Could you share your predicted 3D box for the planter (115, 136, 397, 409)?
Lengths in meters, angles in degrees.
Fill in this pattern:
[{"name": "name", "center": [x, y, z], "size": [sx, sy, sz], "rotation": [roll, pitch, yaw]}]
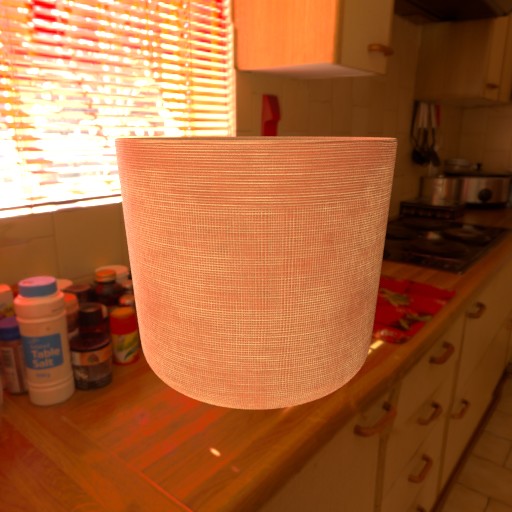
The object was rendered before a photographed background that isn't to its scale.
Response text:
[{"name": "planter", "center": [0.000, 0.000, 0.773], "size": [0.440, 0.398, 0.440], "rotation": [0, 16, 0]}]
